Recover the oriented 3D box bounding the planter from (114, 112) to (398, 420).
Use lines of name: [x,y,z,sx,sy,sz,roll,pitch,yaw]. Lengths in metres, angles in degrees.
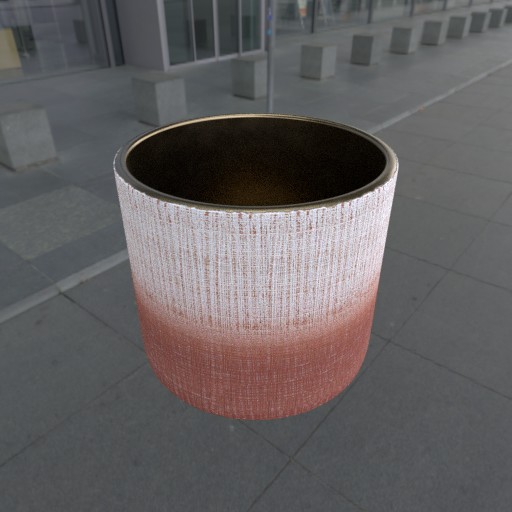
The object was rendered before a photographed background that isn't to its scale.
planter: [0.000,0.000,0.402,0.221,0.201,0.221,0,33,0]
